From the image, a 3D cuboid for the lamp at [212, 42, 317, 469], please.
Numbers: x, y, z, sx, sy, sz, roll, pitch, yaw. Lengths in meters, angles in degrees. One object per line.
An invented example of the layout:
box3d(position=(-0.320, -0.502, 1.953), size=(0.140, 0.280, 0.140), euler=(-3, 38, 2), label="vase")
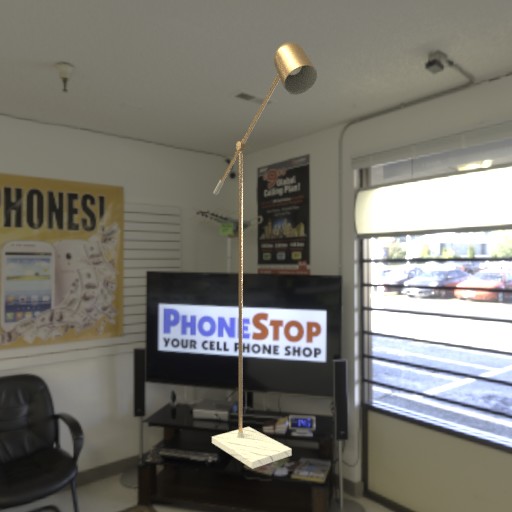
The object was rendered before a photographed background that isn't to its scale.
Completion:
box3d(position=(0.000, 0.000, 1.809), size=(0.194, 1.594, 0.653), euler=(1, -1, -36), label="lamp")
